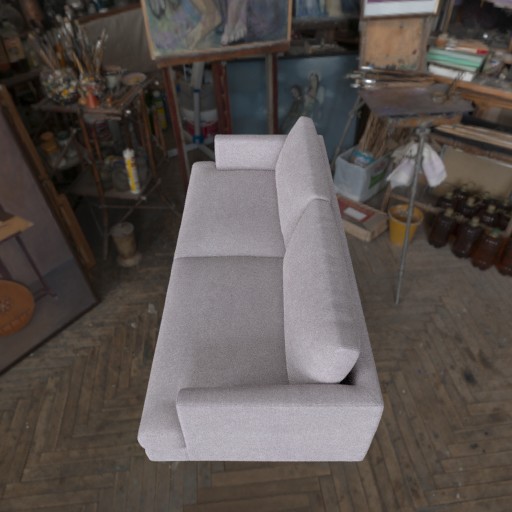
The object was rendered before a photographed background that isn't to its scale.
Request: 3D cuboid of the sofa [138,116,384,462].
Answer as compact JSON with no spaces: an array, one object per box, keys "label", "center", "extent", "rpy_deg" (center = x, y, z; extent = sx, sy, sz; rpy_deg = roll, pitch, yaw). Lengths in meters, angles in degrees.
[{"label":"sofa","center":[0.000,0.000,2.693],"extent":[1.020,0.868,2.250],"rpy_deg":[0,43,0]}]
